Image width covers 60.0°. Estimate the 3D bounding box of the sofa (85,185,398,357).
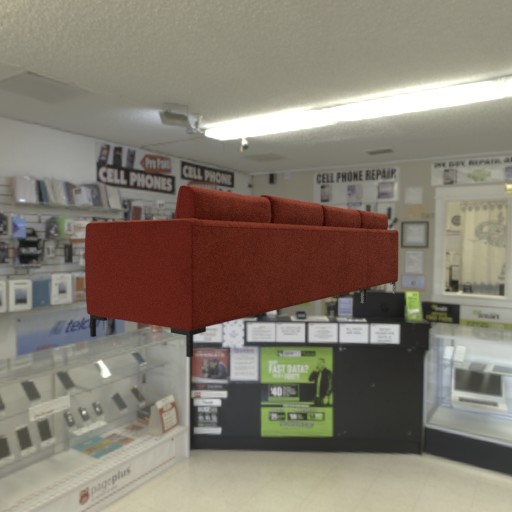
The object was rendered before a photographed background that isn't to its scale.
[{"bbox_3d":[0.000,0.000,2.935,1.136,0.663,2.467,1,3,35],"label":"sofa"}]
